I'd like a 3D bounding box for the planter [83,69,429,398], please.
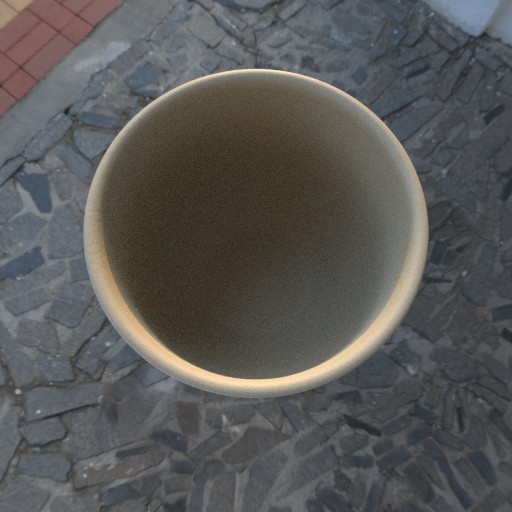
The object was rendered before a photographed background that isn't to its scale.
[{"bbox_3d":[0.000,0.000,0.358,0.208,0.190,0.208,0,76,0],"label":"planter"}]
